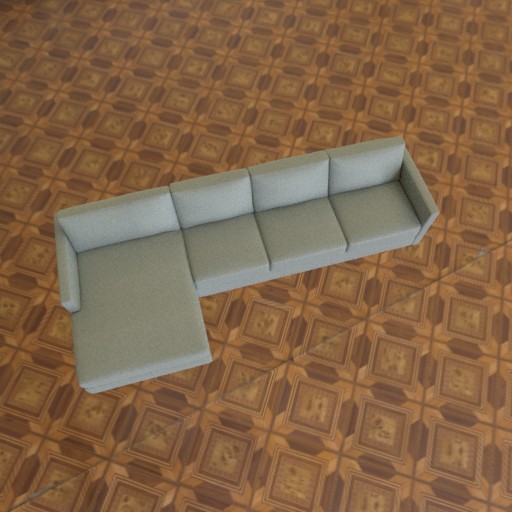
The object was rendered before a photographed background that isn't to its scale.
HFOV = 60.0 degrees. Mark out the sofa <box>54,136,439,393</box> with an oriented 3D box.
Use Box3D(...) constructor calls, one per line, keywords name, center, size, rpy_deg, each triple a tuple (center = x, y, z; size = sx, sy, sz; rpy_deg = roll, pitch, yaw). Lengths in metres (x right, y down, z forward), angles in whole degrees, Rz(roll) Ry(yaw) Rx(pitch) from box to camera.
Box3D(name="sofa", center=(0.000, 0.000, 4.175), size=(3.470, 0.953, 1.600), rpy_deg=(-14, 64, -7))
